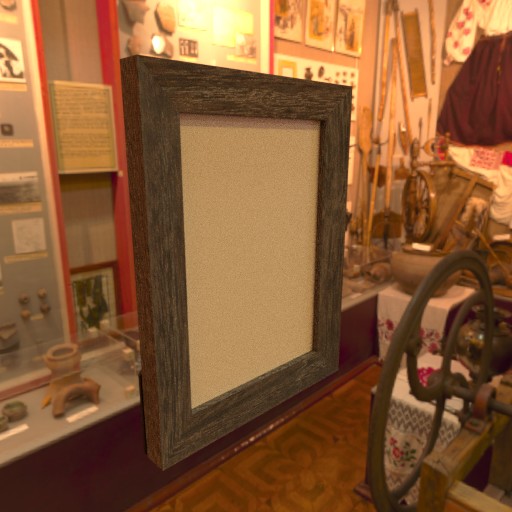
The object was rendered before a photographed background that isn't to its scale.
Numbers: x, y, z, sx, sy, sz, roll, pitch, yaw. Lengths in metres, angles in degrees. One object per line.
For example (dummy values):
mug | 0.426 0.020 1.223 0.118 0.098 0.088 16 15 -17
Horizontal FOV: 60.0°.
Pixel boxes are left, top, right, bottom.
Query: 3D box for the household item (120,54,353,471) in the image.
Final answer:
household item | 0.000 0.000 0.276 0.160 0.210 0.020 -13 19 -42
